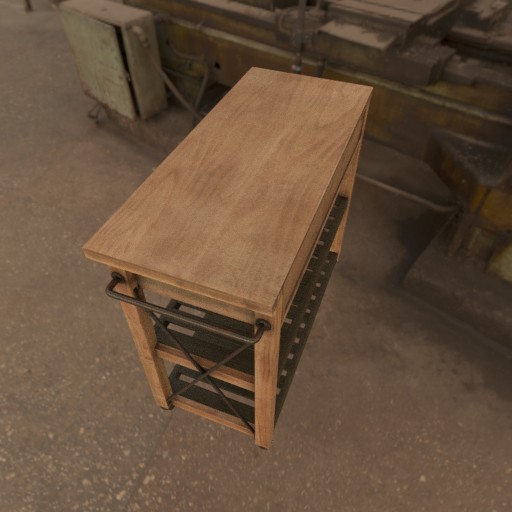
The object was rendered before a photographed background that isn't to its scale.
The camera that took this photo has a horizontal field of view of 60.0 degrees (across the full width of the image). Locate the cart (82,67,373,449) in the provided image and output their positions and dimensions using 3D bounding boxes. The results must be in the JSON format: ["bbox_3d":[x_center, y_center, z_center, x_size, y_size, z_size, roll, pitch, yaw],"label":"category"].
[{"bbox_3d":[0.000,0.000,0.996,0.298,0.554,0.686,16,48,15],"label":"cart"}]
